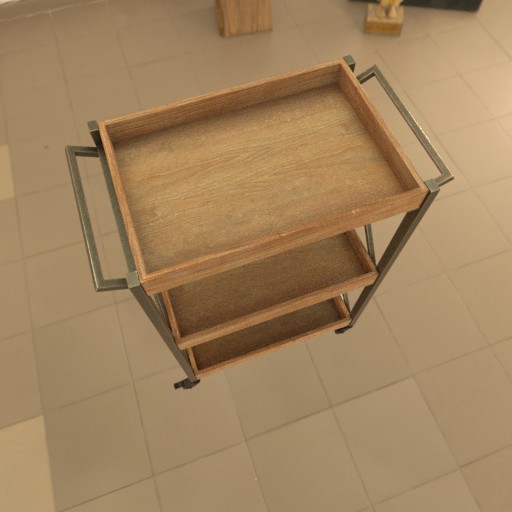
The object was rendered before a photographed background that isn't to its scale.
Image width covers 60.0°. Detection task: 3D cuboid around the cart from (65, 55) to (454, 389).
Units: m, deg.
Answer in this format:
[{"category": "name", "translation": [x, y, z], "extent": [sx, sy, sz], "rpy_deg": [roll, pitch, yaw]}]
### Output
[{"category": "cart", "translation": [0.000, 0.000, 1.190], "extent": [0.673, 0.835, 0.377], "rpy_deg": [-18, 65, -9]}]
